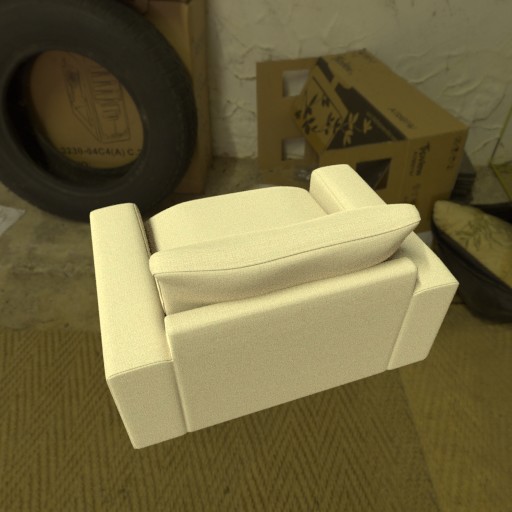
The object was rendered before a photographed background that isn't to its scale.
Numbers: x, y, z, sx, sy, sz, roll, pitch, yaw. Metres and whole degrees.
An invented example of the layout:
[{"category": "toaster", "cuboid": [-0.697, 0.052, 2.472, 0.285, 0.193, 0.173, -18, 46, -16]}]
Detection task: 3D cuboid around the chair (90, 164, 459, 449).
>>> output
[{"category": "chair", "cuboid": [0.000, 0.000, 2.052, 1.398, 0.915, 1.039, -13, 44, -14]}]
